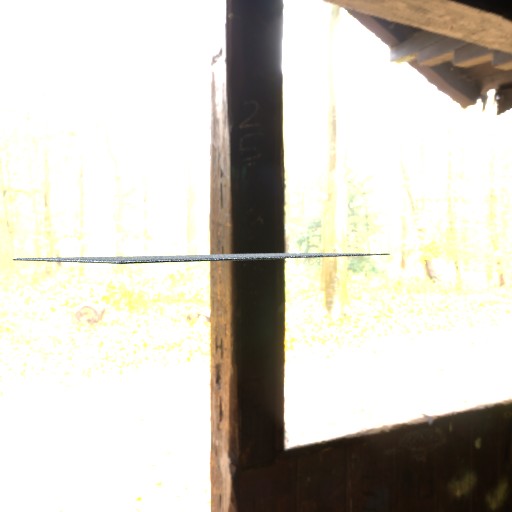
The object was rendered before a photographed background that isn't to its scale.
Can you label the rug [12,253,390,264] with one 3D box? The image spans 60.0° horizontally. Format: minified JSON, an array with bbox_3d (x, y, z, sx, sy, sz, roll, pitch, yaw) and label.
[{"bbox_3d":[0.000,0.000,2.357,0.662,0.011,2.196,1,1,37],"label":"rug"}]
